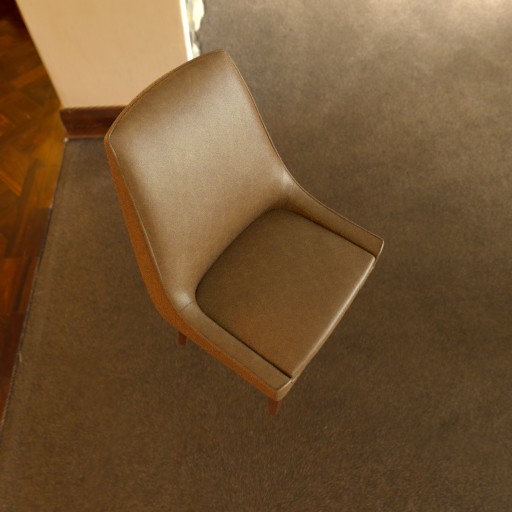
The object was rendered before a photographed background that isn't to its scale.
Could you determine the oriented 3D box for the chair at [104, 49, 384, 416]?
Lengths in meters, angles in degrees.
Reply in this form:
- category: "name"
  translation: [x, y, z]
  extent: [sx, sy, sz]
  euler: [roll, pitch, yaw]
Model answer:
- category: "chair"
  translation: [0.000, 0.000, 1.189]
  extent: [0.544, 0.861, 0.529]
  euler: [32, 63, 18]
